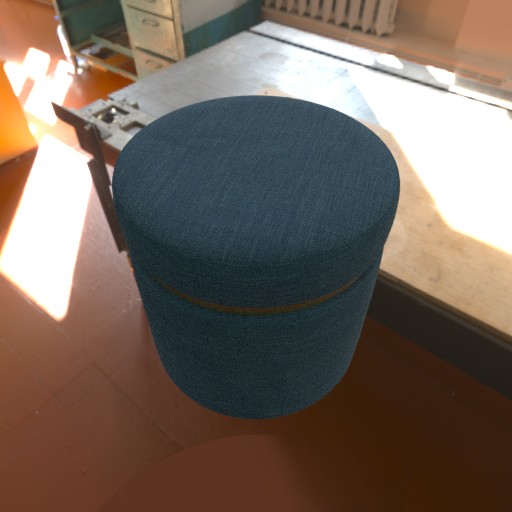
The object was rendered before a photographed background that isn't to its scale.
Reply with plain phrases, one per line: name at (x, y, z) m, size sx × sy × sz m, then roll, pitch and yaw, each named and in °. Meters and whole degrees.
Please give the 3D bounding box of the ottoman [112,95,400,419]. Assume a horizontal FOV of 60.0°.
ottoman at (0.000, 0.000, 0.747) m, size 0.398 × 0.406 × 0.398 m, roll 0°, pitch 46°, yaw 0°
